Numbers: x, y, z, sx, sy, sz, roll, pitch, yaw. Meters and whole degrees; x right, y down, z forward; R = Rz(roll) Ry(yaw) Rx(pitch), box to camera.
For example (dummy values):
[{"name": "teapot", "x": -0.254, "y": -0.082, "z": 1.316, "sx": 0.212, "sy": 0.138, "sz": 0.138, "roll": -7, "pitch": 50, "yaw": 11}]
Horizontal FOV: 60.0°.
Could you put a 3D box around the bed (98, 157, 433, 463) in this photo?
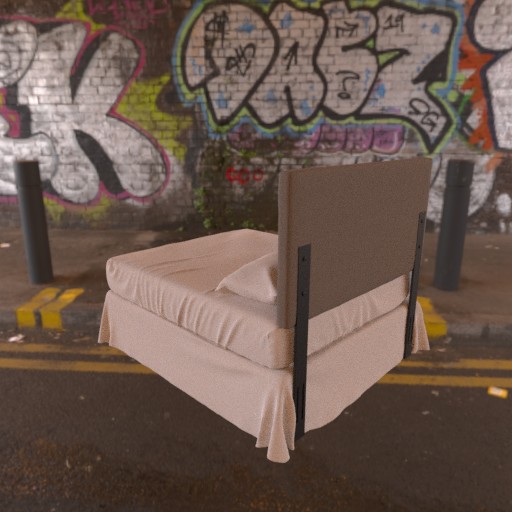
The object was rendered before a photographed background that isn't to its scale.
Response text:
[{"name": "bed", "x": 0.000, "y": 0.000, "z": 3.581, "sx": 2.222, "sy": 1.577, "sz": 1.936, "roll": 15, "pitch": 22, "yaw": 42}]
